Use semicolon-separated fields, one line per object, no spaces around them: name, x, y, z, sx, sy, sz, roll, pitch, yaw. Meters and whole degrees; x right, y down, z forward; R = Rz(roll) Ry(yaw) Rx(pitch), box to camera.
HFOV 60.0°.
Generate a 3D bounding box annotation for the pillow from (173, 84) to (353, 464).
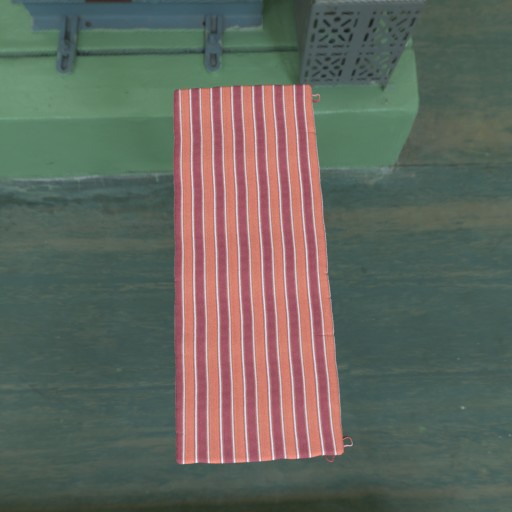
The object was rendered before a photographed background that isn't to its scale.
pillow;0.000;0.000;1.350;0.492;0.081;1.187;-3;76;-1
